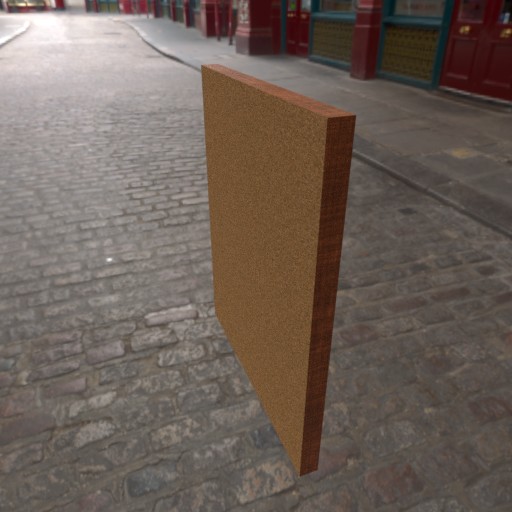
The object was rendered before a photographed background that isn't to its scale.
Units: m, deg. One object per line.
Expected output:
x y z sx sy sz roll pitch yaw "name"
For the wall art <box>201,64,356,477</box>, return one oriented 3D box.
0.000 0.000 0.770 0.033 0.567 0.467 -11 31 -19 "wall art"
